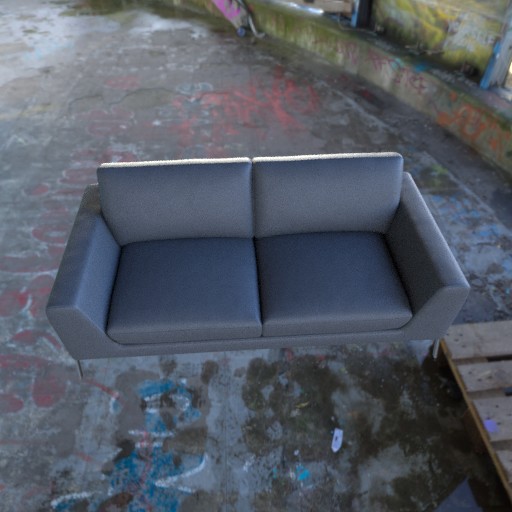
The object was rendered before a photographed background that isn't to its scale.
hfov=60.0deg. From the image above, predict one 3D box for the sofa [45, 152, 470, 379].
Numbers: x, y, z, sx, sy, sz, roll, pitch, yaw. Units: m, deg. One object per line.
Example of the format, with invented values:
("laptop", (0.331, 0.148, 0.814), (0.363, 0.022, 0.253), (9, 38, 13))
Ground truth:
("sofa", (0.000, 0.000, 2.502), (2.017, 0.875, 0.953), (-3, 46, -3))
